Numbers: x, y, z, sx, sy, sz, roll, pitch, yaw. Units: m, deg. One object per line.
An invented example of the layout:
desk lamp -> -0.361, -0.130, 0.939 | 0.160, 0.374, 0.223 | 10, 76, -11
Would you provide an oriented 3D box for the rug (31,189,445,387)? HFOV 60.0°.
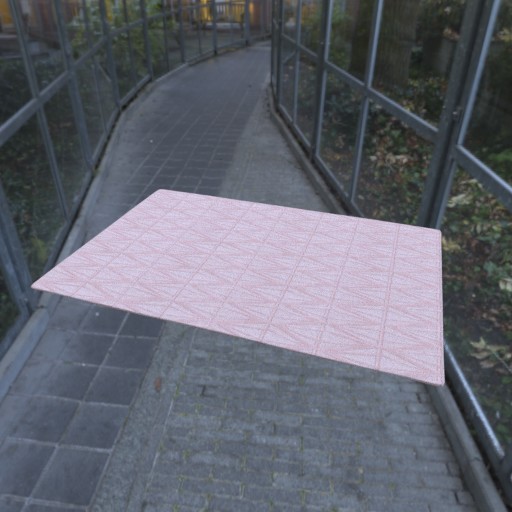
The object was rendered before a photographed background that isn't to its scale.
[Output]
rug -> 0.000, 0.000, 3.013 | 2.390, 0.015, 1.609 | 10, 33, 16
